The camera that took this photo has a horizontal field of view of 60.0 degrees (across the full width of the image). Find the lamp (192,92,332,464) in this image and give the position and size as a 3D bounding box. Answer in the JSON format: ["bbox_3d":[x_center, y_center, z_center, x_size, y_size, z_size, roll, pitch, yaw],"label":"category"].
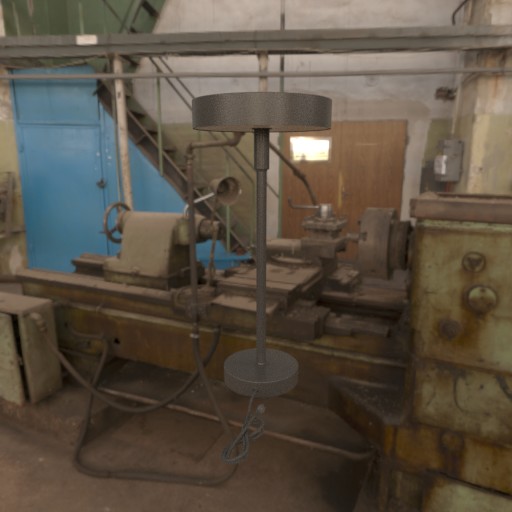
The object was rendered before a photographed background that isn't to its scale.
[{"bbox_3d":[0.000,0.000,0.717,0.229,0.508,0.369,2,13,8],"label":"lamp"}]
